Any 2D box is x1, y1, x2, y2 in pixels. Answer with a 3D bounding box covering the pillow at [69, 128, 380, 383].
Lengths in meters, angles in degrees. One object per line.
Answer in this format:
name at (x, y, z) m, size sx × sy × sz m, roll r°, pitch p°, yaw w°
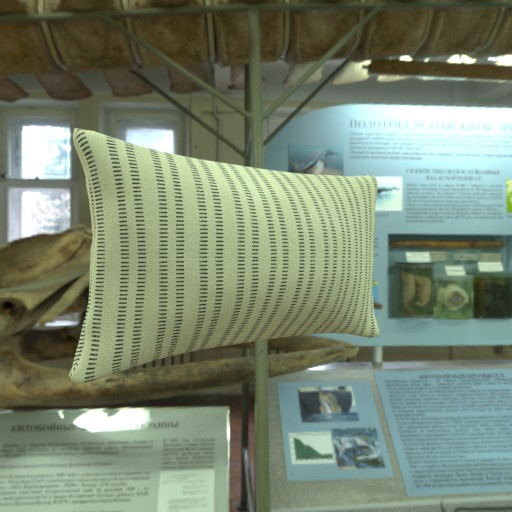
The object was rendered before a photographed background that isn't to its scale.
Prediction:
pillow at (0.000, 0.000, 0.796) m, size 0.640 × 0.353 × 0.210 m, roll 0°, pitch 0°, yaw -36°
